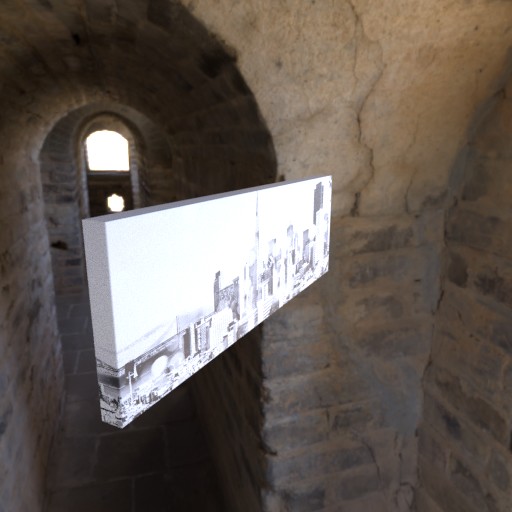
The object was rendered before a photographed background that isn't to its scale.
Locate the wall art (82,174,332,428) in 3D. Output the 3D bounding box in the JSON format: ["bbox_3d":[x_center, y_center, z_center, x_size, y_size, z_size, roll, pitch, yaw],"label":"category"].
[{"bbox_3d":[0.000,0.000,0.846,0.036,0.256,0.766,8,16,27],"label":"wall art"}]
